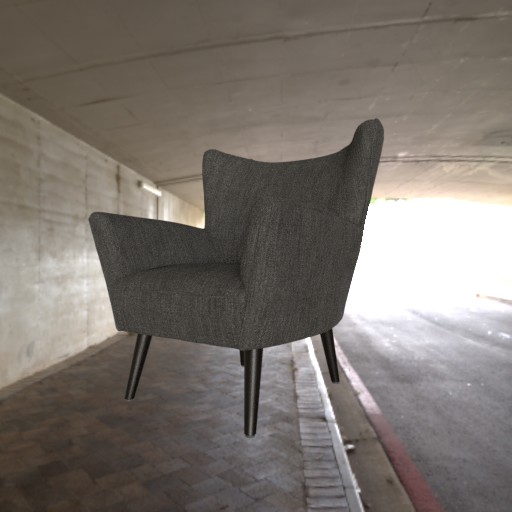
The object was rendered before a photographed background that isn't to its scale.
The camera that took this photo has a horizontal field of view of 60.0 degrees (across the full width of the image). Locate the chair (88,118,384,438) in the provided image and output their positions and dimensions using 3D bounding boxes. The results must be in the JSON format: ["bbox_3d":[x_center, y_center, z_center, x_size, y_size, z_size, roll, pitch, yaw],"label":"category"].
[{"bbox_3d":[0.000,0.000,1.584,0.781,0.933,0.888,0,0,36],"label":"chair"}]
